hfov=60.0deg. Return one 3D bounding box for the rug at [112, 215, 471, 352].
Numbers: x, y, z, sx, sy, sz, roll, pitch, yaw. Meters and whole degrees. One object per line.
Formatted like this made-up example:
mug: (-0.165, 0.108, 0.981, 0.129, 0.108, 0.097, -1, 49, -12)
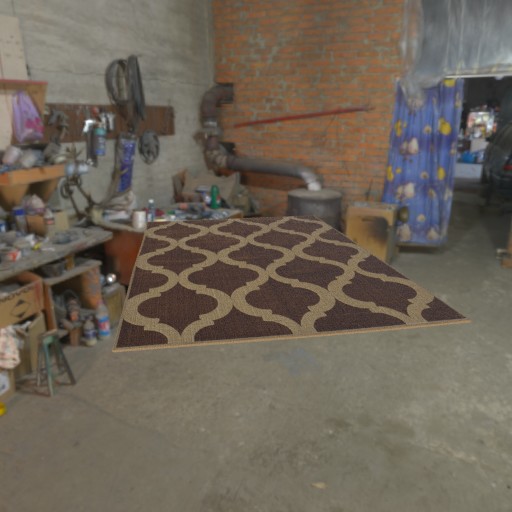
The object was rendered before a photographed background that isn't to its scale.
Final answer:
rug: (0.000, 0.000, 2.883, 1.526, 0.014, 2.290, -3, 17, -10)
